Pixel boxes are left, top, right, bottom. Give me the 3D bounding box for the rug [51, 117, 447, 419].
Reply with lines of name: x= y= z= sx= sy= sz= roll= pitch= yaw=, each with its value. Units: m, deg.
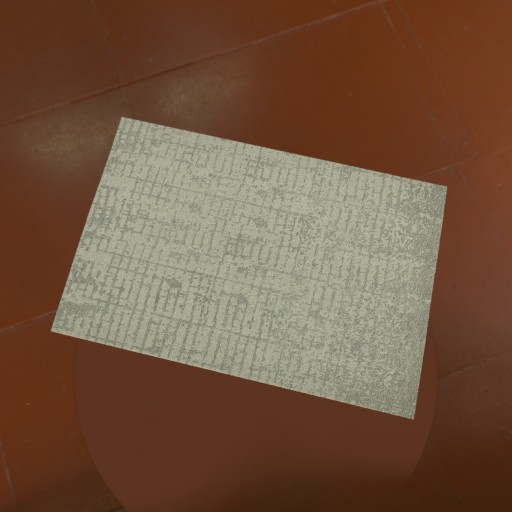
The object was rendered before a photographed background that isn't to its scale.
rug: x=0.000 y=0.000 z=2.291 sx=1.827 sy=0.007 sz=1.211 roll=13 pitch=77 yaw=3
